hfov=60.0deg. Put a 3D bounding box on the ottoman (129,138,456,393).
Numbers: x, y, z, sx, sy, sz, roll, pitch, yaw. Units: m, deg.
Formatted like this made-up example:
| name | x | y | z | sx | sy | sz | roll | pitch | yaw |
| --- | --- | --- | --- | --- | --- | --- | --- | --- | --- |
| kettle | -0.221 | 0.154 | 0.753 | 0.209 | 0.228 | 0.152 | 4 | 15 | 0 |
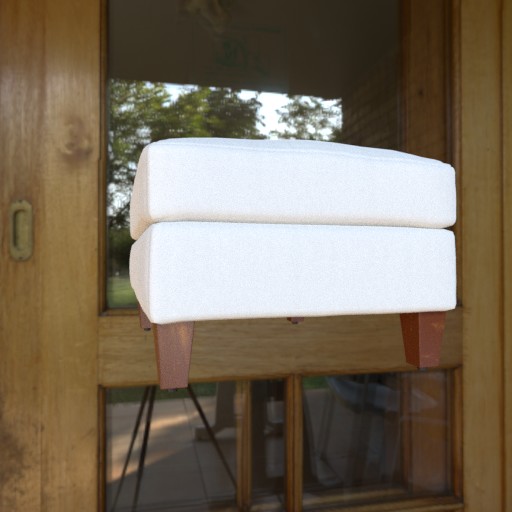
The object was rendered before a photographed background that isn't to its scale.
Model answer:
| name | x | y | z | sx | sy | sz | roll | pitch | yaw |
| --- | --- | --- | --- | --- | --- | --- | --- | --- | --- |
| ottoman | 0.000 | 0.000 | 1.181 | 0.634 | 0.479 | 0.818 | 0 | -1 | -17 |
